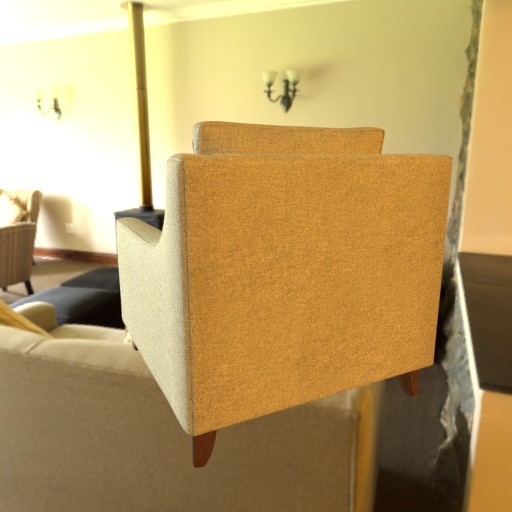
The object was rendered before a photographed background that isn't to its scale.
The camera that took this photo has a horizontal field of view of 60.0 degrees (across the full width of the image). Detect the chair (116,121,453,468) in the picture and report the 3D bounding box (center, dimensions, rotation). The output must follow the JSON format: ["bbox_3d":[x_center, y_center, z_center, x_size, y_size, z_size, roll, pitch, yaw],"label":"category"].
[{"bbox_3d":[0.000,0.000,1.559,0.838,0.864,0.918,-7,14,-27],"label":"chair"}]
